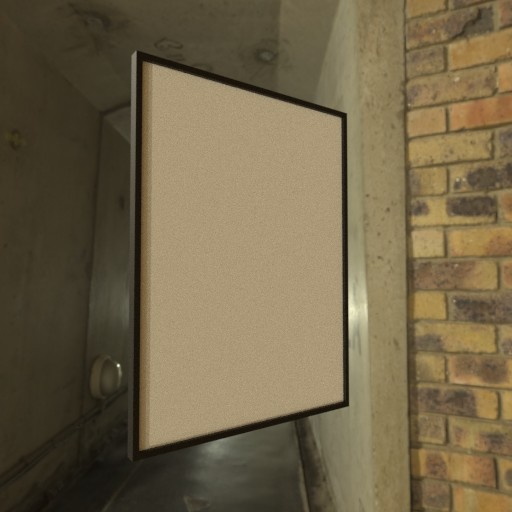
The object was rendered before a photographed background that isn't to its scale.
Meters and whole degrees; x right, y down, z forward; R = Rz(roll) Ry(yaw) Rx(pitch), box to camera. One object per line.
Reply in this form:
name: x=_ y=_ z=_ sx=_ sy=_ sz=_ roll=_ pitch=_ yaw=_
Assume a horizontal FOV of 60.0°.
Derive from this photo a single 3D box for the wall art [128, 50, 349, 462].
wall art: x=0.000 y=0.000 z=1.399 sx=0.802 sy=1.070 sz=0.036 roll=1 pitch=-2 yaw=-36
